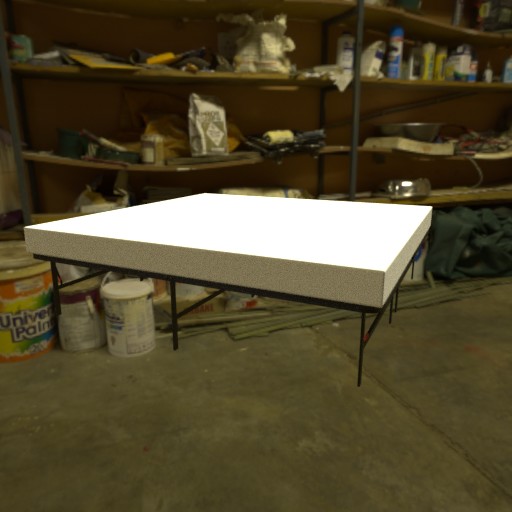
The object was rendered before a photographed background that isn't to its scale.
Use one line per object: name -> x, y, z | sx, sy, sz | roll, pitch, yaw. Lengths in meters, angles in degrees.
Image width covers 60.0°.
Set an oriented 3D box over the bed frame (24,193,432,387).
bed frame -> 0.000, 0.000, 3.022 | 2.032, 0.559, 1.930 | 7, 16, 25
